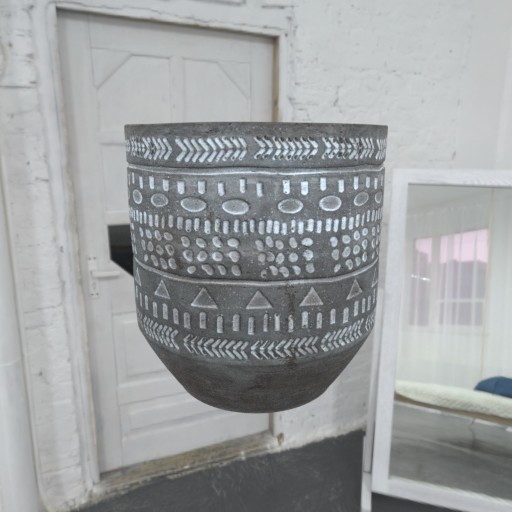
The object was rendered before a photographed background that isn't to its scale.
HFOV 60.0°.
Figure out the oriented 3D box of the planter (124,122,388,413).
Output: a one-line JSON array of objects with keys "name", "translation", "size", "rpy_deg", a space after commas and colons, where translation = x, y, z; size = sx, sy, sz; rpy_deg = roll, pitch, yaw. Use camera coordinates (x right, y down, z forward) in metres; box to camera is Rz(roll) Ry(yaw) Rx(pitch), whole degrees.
[{"name": "planter", "translation": [0.000, 0.000, 0.264], "size": [0.142, 0.149, 0.142], "rpy_deg": [0, 15, 0]}]
